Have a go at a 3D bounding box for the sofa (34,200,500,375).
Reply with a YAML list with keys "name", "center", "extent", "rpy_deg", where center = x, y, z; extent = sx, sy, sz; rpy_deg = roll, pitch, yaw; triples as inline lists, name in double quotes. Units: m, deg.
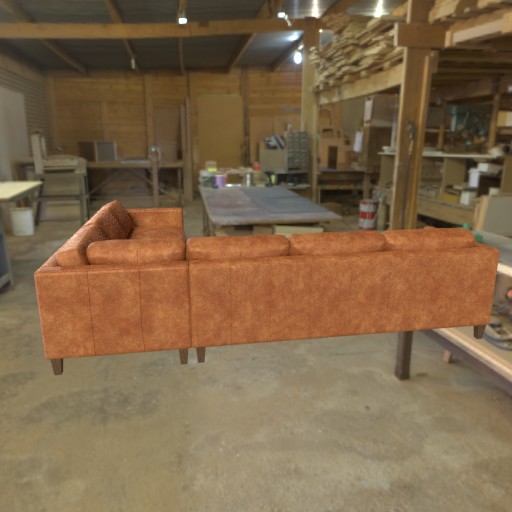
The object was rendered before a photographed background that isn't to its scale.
- name: "sofa"
  center: [0.000, 0.000, 4.128]
  extent: [3.167, 0.838, 2.438]
  rpy_deg: [-3, 15, -10]
